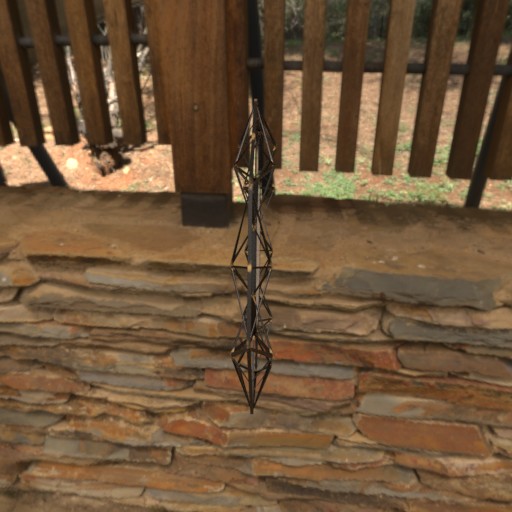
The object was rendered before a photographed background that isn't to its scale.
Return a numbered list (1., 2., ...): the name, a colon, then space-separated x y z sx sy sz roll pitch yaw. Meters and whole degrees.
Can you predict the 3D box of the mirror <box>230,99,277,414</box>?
1. mirror: 0.000 0.000 1.056 0.094 0.710 0.710 1 26 2
